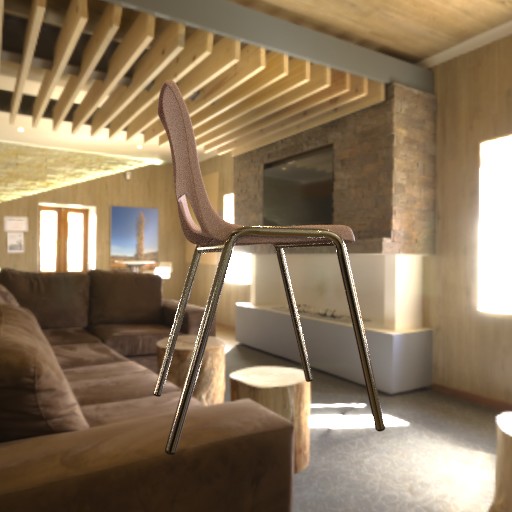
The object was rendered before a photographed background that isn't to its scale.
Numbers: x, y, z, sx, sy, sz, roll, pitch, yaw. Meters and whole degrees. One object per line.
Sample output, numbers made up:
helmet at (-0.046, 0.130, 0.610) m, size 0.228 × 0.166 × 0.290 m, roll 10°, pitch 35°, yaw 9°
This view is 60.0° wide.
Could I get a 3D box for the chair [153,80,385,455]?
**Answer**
chair at (0.000, 0.000, 1.007) m, size 0.436 × 0.704 × 0.381 m, roll 0°, pitch 0°, yaw -16°
